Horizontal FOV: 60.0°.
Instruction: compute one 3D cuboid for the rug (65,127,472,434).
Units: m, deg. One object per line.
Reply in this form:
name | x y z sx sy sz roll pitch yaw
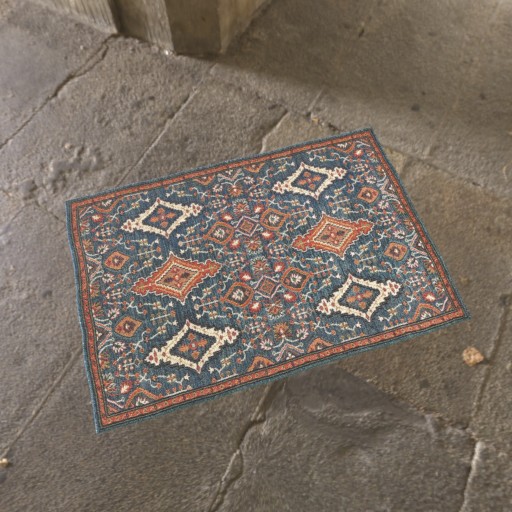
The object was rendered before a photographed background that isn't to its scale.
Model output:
rug | 0.000 0.000 2.957 2.373 0.009 1.622 -15 66 -7
